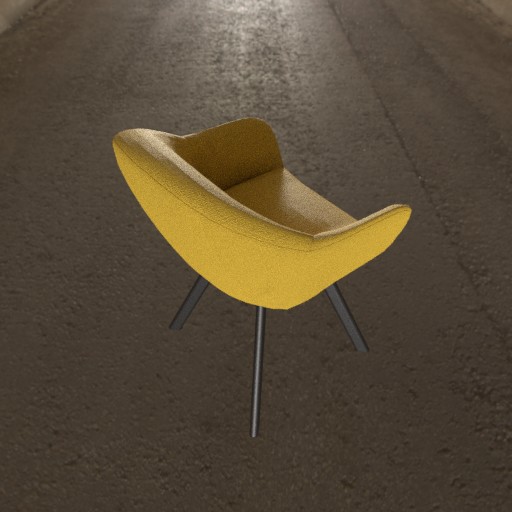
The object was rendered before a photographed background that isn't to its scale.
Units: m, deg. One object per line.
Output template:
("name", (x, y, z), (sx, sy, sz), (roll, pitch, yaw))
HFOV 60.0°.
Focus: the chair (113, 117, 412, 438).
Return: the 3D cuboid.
("chair", (0.000, 0.000, 1.158), (0.565, 0.775, 0.545), (-26, 48, -26))
